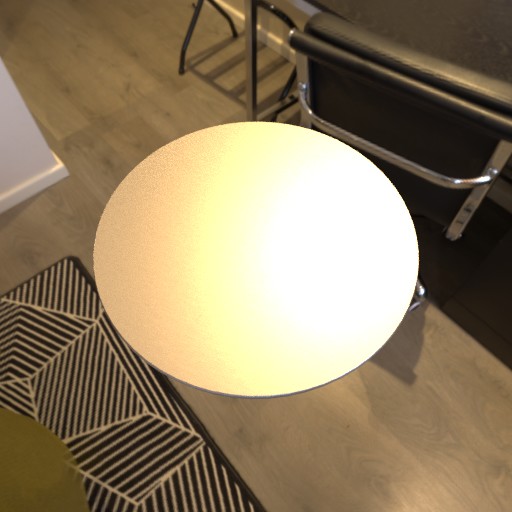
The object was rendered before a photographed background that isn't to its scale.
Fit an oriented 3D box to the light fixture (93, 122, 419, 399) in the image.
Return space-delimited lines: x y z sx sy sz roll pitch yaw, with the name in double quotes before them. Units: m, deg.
"light fixture" 0.000 0.000 0.549 0.368 0.100 0.368 0 59 0
